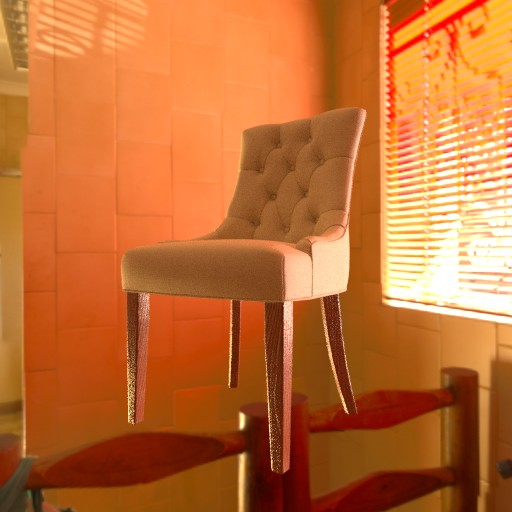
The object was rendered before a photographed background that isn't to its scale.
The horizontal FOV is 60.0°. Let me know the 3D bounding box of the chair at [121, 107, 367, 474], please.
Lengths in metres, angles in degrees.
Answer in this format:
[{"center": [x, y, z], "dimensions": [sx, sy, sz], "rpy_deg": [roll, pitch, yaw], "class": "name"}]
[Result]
[{"center": [0.000, 0.000, 1.220], "dimensions": [0.509, 0.874, 0.565], "rpy_deg": [0, 0, 35], "class": "chair"}]
